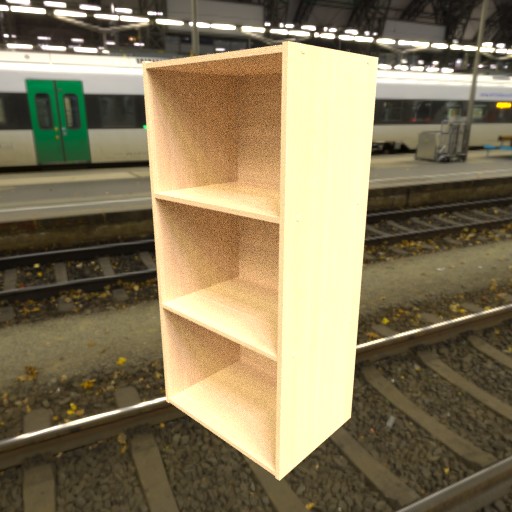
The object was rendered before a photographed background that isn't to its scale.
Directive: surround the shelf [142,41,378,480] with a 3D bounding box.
[{"bbox_3d":[0.000,0.000,1.076,0.417,0.876,0.292,16,24,41],"label":"shelf"}]
